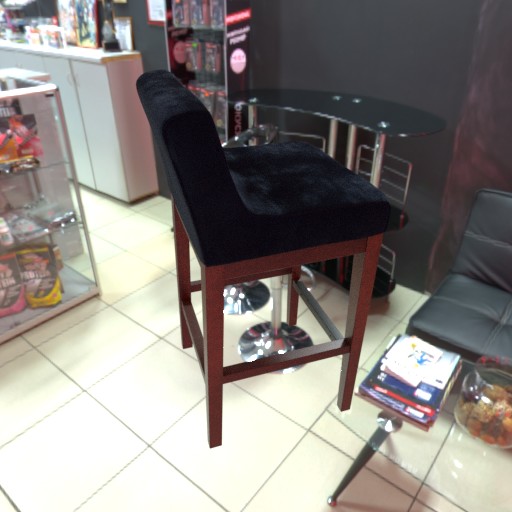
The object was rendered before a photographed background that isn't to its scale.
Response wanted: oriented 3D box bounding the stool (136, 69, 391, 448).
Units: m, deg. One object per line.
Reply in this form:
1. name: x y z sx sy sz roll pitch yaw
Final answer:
1. stool: 0.000 0.000 1.256 0.516 0.945 0.511 -9 32 -16
